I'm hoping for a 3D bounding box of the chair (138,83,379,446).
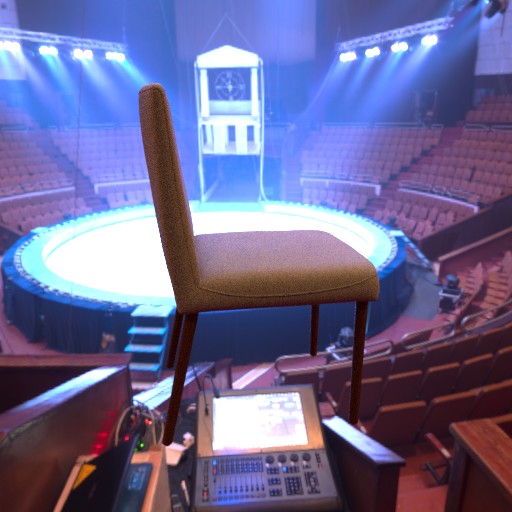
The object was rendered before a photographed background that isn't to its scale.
[{"bbox_3d":[0.000,0.000,1.220,0.570,0.859,0.456,-3,17,-9],"label":"chair"}]
